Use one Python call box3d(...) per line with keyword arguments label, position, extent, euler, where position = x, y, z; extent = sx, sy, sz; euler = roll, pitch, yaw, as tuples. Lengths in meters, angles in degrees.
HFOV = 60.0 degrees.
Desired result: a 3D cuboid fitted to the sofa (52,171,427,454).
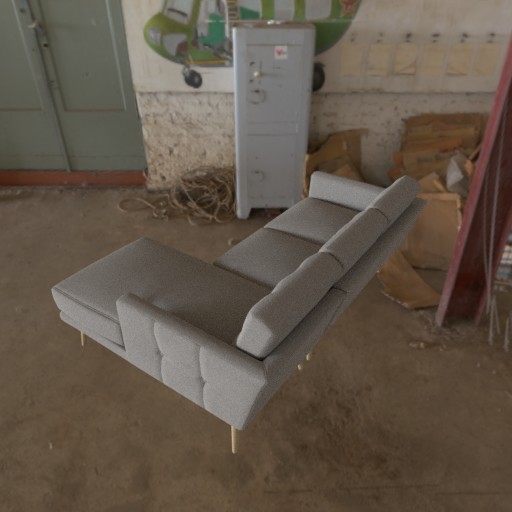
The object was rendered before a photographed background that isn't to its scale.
box3d(label="sofa", position=(0.000, 0.000, 2.901), extent=(1.530, 0.860, 2.040), euler=(22, 39, 29))
